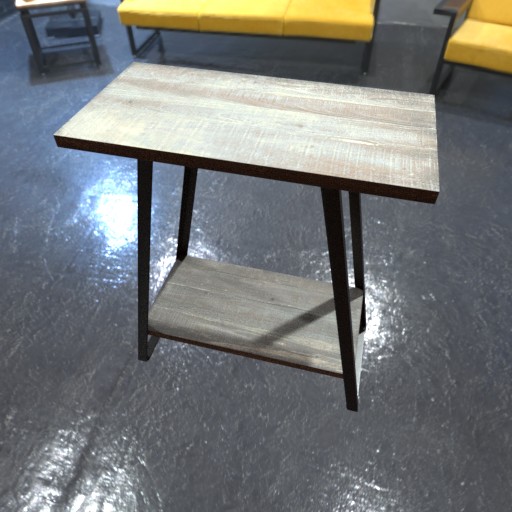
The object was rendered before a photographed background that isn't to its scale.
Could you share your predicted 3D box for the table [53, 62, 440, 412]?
[{"bbox_3d":[0.000,0.000,1.013,0.599,0.701,0.300,10,46,10],"label":"table"}]
